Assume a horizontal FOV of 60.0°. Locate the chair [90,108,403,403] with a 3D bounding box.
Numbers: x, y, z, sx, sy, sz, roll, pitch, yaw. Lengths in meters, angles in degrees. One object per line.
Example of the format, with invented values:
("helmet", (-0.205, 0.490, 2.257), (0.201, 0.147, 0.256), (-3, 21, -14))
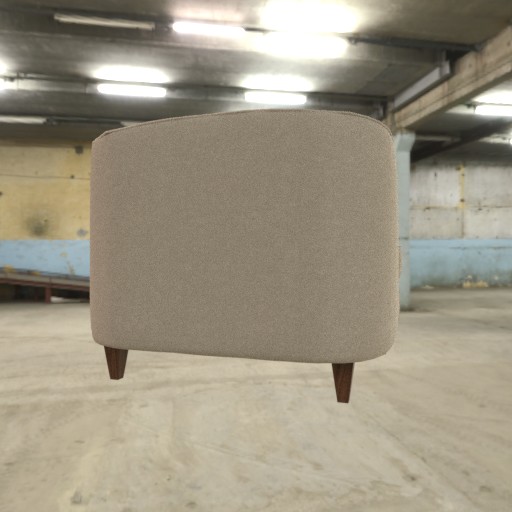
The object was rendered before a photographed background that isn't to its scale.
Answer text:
("chair", (0.000, 0.000, 1.755), (1.104, 0.852, 0.941), (0, 0, 18))
